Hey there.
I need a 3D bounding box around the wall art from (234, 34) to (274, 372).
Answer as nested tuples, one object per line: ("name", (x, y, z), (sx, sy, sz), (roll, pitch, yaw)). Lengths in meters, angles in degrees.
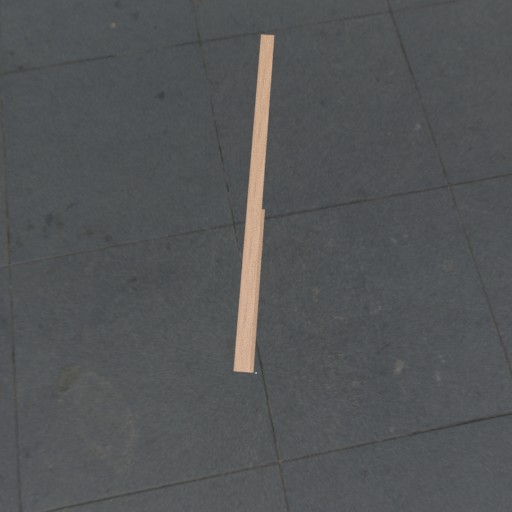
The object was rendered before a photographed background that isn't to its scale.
("wall art", (0.000, 0.000, 0.788), (0.016, 0.611, 0.401), (4, 75, 1))
